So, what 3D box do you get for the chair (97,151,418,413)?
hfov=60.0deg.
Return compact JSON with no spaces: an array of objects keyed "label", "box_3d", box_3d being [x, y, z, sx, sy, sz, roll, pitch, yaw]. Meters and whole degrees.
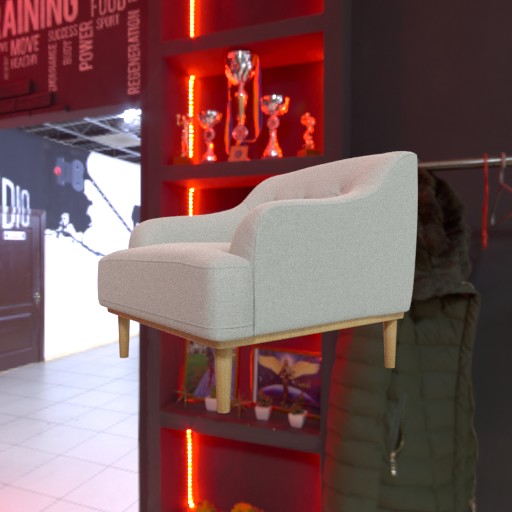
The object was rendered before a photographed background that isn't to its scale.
[{"label":"chair","box_3d":[0.000,0.000,1.710,0.951,0.818,0.946,0,1,-36]}]
